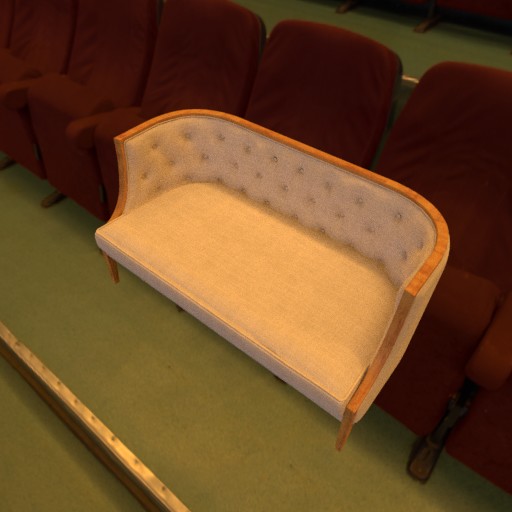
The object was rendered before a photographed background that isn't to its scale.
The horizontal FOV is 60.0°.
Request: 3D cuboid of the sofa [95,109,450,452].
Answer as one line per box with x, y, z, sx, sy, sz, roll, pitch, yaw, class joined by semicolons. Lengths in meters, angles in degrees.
0.000;0.000;2.008;1.474;0.775;0.770;30;53;26;sofa
